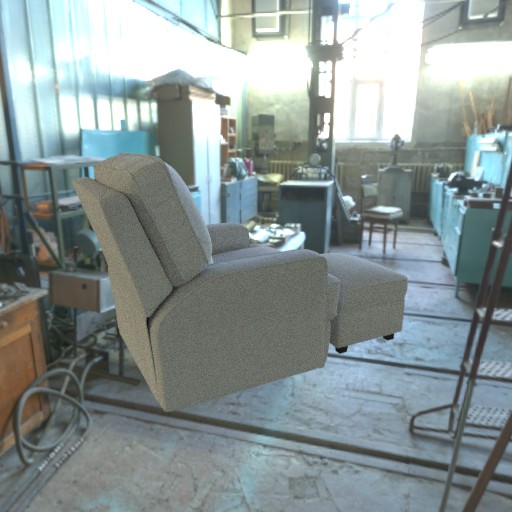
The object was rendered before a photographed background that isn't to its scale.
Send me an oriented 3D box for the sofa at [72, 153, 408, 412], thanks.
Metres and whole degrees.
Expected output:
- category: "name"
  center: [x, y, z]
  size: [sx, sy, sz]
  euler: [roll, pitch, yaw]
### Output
- category: "sofa"
  center: [0.000, 0.000, 2.089]
  size: [1.472, 0.959, 0.861]
  euler: [-8, 17, -27]
